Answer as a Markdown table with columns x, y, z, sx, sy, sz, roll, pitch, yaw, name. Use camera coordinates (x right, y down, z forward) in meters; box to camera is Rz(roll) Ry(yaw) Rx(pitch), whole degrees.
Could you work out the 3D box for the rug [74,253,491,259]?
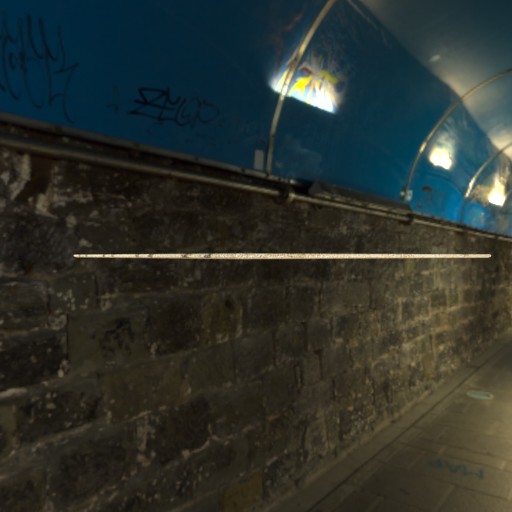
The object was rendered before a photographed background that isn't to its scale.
| x | y | z | sx | sy | sz | roll | pitch | yaw | name |
| --- | --- | --- | --- | --- | --- | --- | --- | --- | --- |
| 0.000 | 0.000 | 3.971 | 2.399 | 0.026 | 3.000 | 0 | 0 | -36 | rug |
